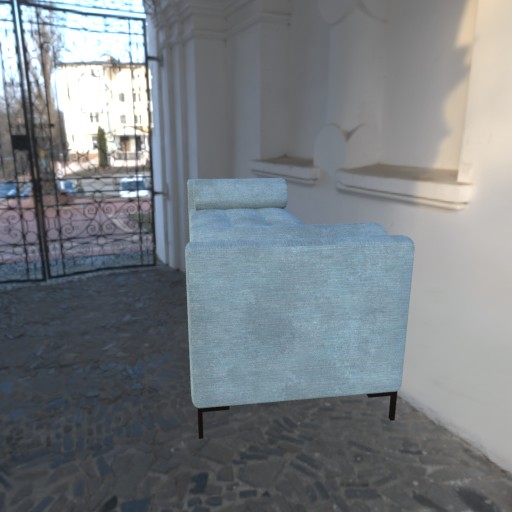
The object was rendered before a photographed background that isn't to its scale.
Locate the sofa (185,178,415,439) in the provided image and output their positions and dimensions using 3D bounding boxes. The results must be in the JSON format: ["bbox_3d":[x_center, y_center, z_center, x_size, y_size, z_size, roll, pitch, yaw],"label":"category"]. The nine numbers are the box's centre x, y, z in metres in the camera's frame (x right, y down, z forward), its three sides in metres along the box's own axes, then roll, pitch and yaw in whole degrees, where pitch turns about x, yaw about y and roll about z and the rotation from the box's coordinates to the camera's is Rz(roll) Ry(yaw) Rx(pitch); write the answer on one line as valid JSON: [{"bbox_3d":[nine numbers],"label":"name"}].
[{"bbox_3d":[0.000,0.000,2.294,0.686,0.635,1.981,-2,15,-8],"label":"sofa"}]
